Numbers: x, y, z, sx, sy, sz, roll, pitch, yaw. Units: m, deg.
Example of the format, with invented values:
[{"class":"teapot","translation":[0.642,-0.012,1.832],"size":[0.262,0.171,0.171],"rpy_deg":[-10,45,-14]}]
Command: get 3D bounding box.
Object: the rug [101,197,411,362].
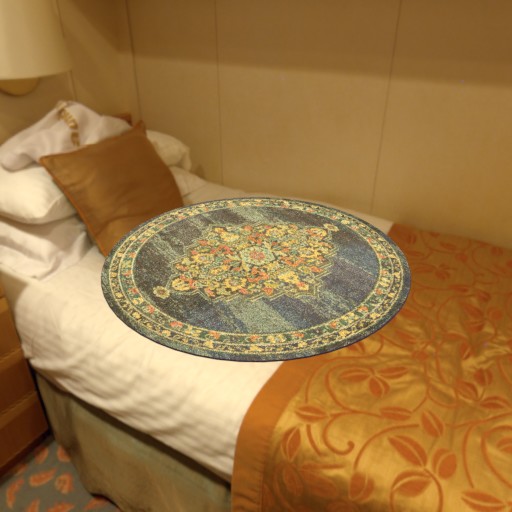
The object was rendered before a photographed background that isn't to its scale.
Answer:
[{"class":"rug","translation":[0.000,0.000,3.558],"size":[2.386,0.014,2.386],"rpy_deg":[0,30,0]}]
